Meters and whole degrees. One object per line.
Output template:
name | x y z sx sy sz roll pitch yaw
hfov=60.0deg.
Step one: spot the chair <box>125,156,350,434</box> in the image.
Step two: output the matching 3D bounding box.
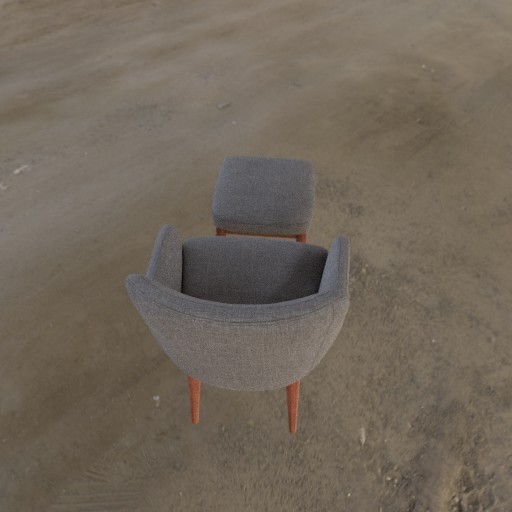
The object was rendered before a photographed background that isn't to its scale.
chair | 0.000 0.000 1.517 0.584 0.799 1.107 4 47 4
